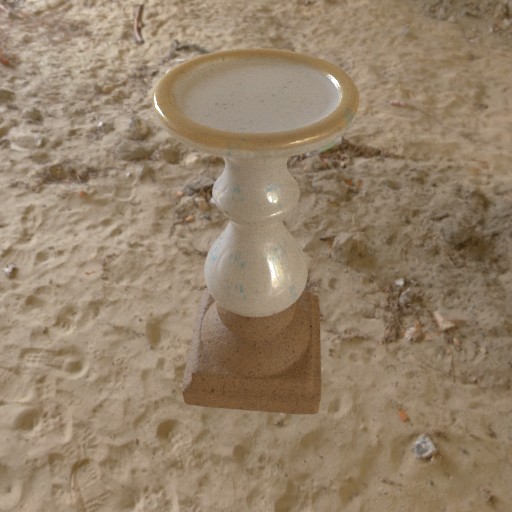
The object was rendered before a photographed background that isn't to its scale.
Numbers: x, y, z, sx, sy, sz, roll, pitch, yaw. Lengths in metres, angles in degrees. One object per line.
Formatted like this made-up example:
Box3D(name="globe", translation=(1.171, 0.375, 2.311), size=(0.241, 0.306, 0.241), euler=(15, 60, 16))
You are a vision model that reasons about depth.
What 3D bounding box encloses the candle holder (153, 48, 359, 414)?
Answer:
Box3D(name="candle holder", translation=(0.000, 0.000, 0.303), size=(0.110, 0.239, 0.110), euler=(3, 46, 3))
